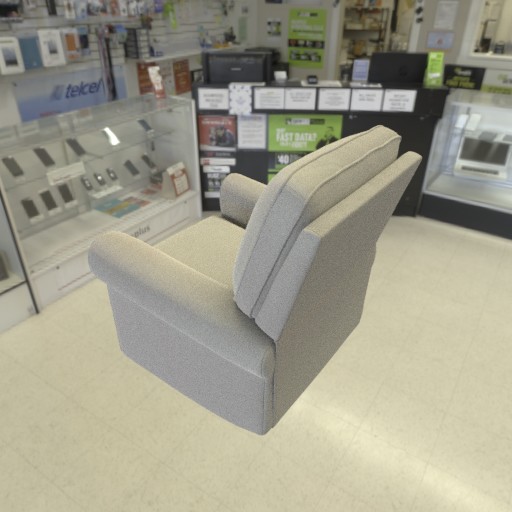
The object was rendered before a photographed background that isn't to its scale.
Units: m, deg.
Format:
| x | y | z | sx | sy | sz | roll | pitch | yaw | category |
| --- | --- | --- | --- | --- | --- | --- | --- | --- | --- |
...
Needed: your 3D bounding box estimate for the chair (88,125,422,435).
| x | y | z | sx | sy | sz | roll | pitch | yaw | category |
| --- | --- | --- | --- | --- | --- | --- | --- | --- | --- |
| 0.000 | 0.000 | 1.667 | 0.878 | 0.960 | 0.890 | 21 | 37 | 30 | chair |
